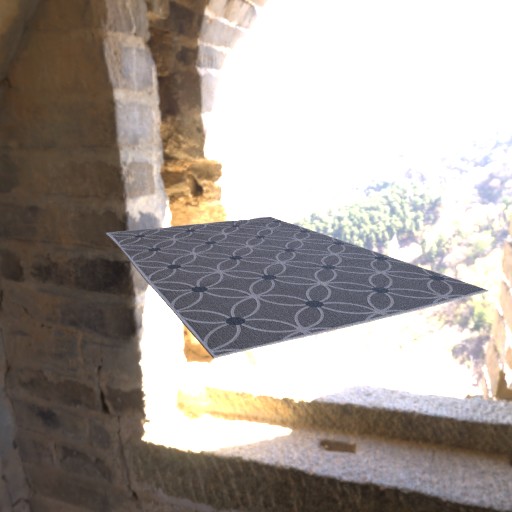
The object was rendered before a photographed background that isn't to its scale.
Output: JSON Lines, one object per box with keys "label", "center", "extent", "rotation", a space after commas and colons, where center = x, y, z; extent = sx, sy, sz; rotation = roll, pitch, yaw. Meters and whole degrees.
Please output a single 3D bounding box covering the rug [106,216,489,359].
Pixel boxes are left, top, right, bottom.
{"label": "rug", "center": [0.000, 0.000, 2.893], "extent": [1.522, 0.008, 2.284], "rotation": [-8, 18, -26]}
